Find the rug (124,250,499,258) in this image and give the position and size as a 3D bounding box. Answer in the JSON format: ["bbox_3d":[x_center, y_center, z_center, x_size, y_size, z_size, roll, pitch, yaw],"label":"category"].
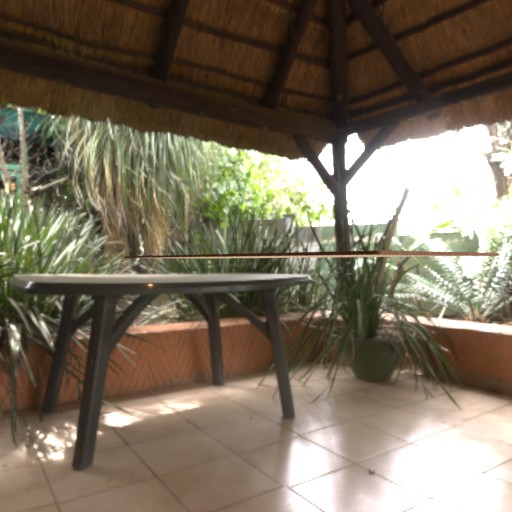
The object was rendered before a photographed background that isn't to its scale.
[{"bbox_3d":[0.000,0.000,2.615,0.764,0.017,2.439,0,-1,-35],"label":"rug"}]
